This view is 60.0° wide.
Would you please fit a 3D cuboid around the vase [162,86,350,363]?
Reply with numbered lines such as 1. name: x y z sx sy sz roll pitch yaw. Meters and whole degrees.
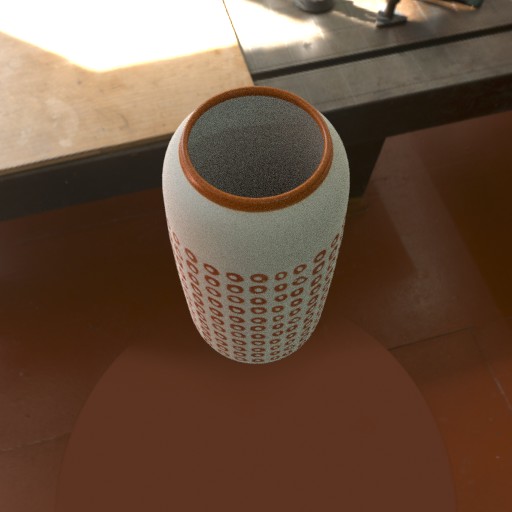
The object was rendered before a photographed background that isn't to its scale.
1. vase: 0.000 0.000 0.365 0.133 0.282 0.133 0 63 0
